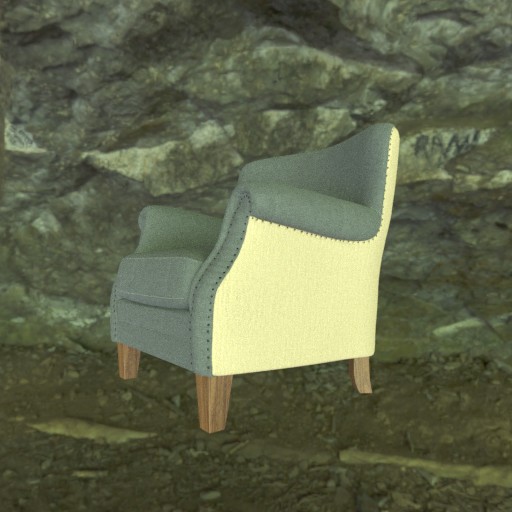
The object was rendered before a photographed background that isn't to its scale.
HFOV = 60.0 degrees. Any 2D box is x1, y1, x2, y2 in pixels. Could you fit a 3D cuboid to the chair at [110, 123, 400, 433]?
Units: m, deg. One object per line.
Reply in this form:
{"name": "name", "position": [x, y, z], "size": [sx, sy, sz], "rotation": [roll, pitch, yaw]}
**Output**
{"name": "chair", "position": [0.000, 0.000, 1.660], "size": [0.921, 0.936, 0.861], "rotation": [1, -1, -37]}
